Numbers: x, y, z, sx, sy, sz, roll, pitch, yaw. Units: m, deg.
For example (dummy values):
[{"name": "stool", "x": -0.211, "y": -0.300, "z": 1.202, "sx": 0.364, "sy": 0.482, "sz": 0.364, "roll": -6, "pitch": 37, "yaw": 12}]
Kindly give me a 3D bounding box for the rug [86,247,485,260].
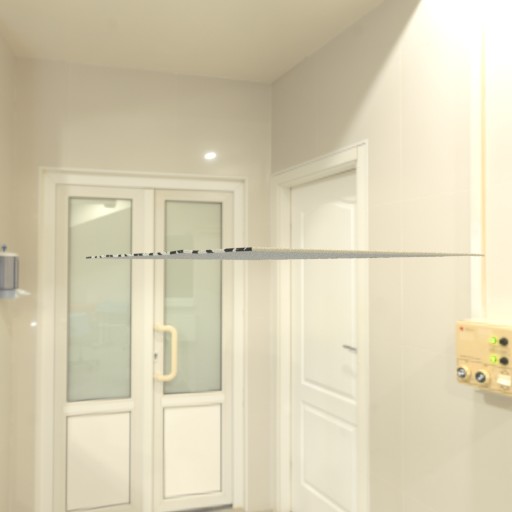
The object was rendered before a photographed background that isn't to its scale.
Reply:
[{"name": "rug", "x": 0.000, "y": 0.000, "z": 4.414, "sx": 2.444, "sy": 0.036, "sz": 3.369, "roll": 1, "pitch": -2, "yaw": -35}]
